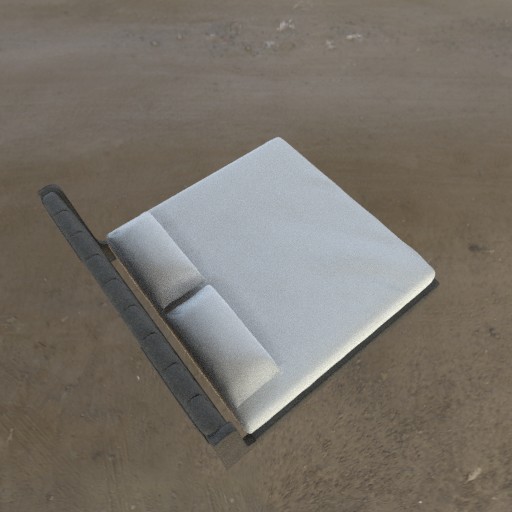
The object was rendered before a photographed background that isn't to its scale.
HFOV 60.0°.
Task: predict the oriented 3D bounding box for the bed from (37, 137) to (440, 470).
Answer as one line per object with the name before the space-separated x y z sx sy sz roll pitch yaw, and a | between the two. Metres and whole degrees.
bed | 0.000 0.000 2.572 1.638 0.933 1.531 -34 64 -19
